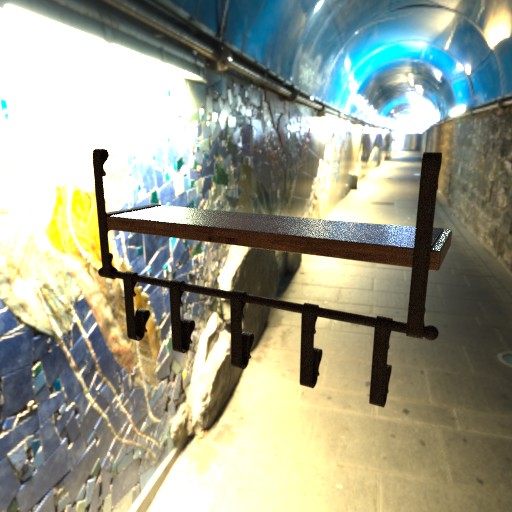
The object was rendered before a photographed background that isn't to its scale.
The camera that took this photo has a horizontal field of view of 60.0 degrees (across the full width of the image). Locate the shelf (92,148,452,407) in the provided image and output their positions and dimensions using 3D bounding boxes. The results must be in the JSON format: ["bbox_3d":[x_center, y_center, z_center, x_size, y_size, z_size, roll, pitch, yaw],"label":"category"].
[{"bbox_3d":[0.000,0.000,0.705,0.567,0.330,0.146,8,16,27],"label":"shelf"}]
